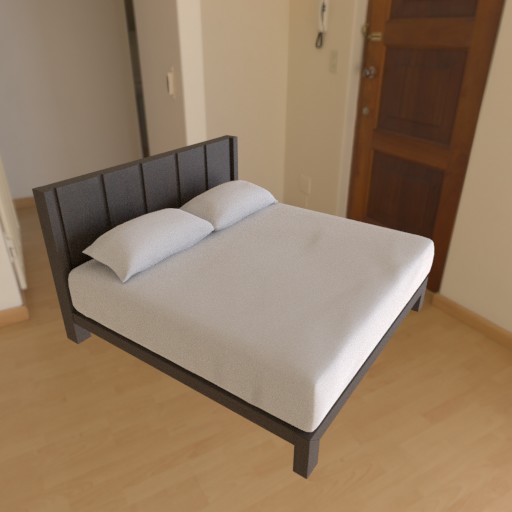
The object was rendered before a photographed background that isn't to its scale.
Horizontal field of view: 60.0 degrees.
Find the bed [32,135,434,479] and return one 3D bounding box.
[{"bbox_3d":[0.000,0.000,3.508,2.238,1.261,2.143,18,32,31],"label":"bed"}]
